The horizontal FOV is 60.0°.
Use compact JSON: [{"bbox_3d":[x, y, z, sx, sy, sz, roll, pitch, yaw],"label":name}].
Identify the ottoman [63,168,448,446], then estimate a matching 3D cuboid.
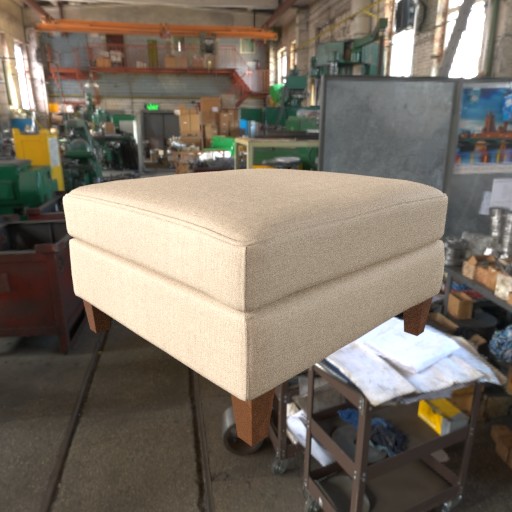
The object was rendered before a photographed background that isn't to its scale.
[{"bbox_3d":[0.000,0.000,1.357,0.838,0.503,0.838,-15,23,-42],"label":"ottoman"}]
